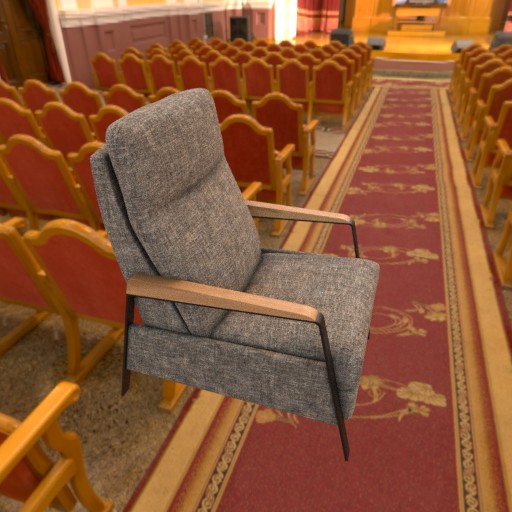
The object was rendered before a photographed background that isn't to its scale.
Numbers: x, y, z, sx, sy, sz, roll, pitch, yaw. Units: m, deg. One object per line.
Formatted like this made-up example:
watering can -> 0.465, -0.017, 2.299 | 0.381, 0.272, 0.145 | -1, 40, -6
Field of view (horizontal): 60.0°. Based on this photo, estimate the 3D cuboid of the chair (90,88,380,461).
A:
chair -> 0.000, 0.000, 1.588 | 0.868, 1.042, 0.671 | 10, 33, 16
